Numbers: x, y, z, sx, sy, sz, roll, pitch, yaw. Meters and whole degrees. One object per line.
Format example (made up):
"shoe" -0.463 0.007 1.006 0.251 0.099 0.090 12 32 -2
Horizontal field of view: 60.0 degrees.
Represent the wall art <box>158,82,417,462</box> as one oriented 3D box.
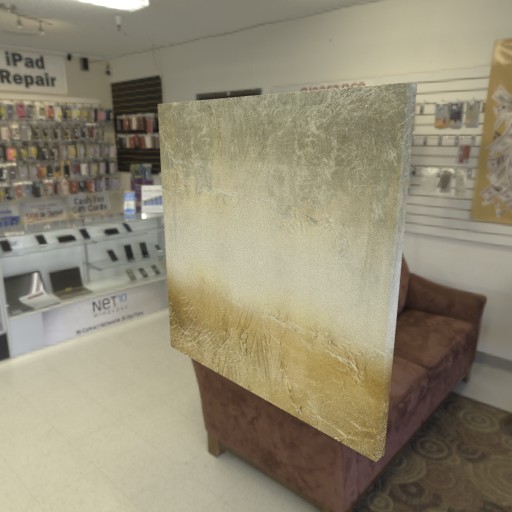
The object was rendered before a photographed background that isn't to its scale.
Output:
"wall art" 0.000 0.000 1.607 1.092 1.091 0.051 15 21 43
